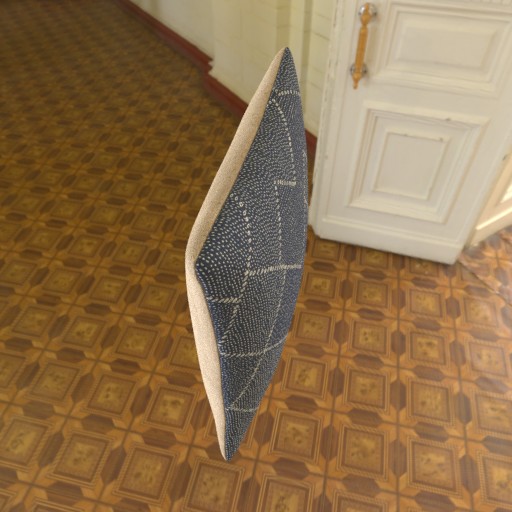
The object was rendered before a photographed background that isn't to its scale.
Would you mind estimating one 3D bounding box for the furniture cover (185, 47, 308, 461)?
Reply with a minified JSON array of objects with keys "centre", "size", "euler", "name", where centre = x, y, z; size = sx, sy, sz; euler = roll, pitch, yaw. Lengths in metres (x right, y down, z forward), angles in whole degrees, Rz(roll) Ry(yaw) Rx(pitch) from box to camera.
[{"centre":[0.000,0.000,0.751],"size":[0.162,0.503,0.511],"euler":[9,48,8],"name":"furniture cover"}]
